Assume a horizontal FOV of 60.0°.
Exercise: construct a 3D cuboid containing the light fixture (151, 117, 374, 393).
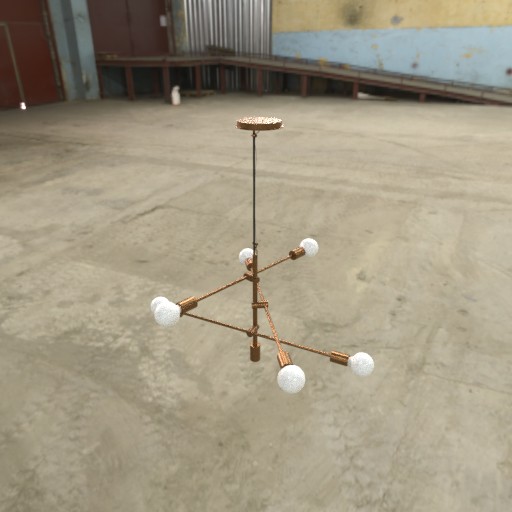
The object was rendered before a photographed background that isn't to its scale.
[{"bbox_3d":[0.000,0.000,1.258,0.637,0.744,0.682,-16,30,-31],"label":"light fixture"}]
